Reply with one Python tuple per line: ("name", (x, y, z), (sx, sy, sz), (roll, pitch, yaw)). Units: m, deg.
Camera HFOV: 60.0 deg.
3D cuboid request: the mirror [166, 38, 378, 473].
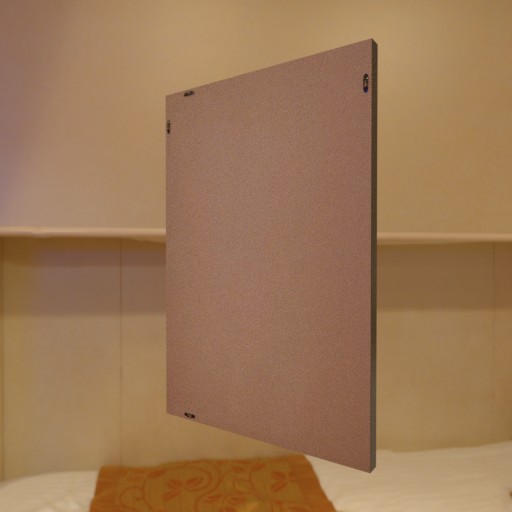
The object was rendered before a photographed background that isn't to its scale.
("mirror", (0.000, 0.000, 1.116), (0.609, 0.915, 0.040), (1, 1, 35))
